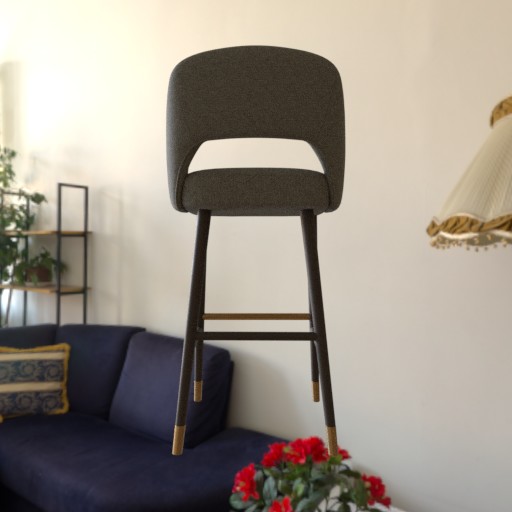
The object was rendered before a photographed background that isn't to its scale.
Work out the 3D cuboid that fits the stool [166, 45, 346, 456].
[{"bbox_3d":[0.000,0.000,1.389,0.536,1.089,0.524,0,1,1],"label":"stool"}]
